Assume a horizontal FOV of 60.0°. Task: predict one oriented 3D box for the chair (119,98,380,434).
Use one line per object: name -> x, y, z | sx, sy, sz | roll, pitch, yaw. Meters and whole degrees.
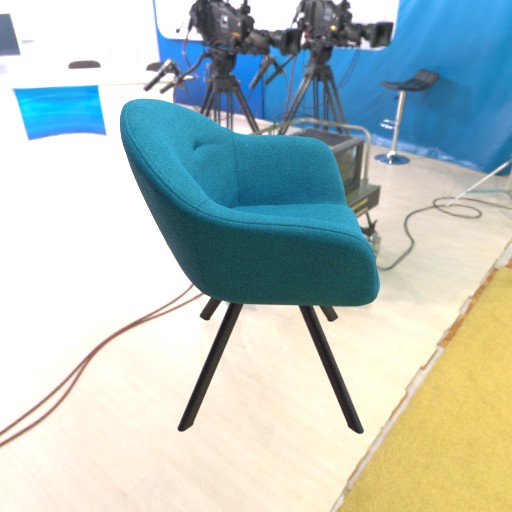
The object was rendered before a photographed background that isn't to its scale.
chair -> 0.000, 0.000, 1.144 | 0.565, 0.775, 0.545 | 0, 31, 1
